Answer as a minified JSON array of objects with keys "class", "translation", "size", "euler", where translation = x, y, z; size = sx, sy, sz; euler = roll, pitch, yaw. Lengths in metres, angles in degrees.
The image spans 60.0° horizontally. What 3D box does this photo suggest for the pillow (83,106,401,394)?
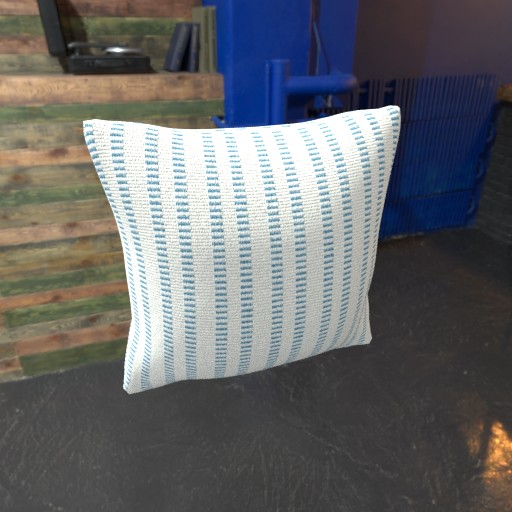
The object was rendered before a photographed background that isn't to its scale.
[{"class":"pillow","translation":[0.000,0.000,0.670],"size":[0.438,0.419,0.247],"euler":[-8,28,-15]}]
